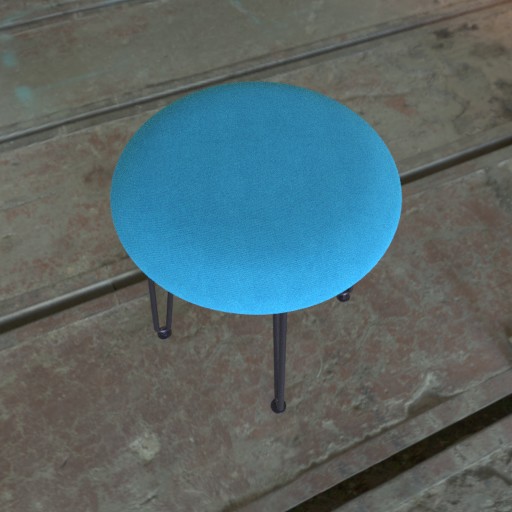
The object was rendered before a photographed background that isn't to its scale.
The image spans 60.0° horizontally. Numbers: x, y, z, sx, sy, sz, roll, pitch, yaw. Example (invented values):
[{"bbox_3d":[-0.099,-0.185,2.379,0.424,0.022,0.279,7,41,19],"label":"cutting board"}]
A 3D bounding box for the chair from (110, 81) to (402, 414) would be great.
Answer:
[{"bbox_3d":[0.000,0.000,0.687,0.350,0.430,0.350,18,59,11],"label":"chair"}]
